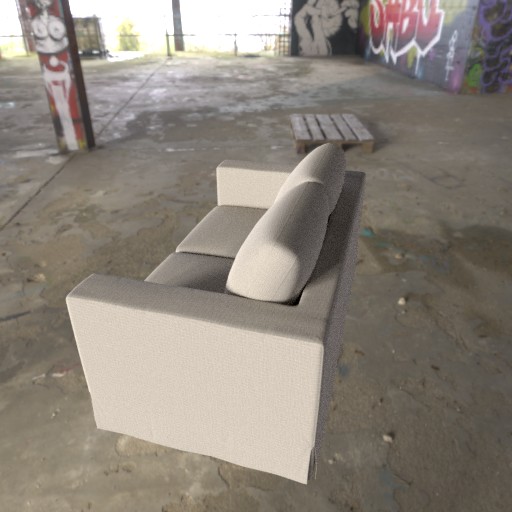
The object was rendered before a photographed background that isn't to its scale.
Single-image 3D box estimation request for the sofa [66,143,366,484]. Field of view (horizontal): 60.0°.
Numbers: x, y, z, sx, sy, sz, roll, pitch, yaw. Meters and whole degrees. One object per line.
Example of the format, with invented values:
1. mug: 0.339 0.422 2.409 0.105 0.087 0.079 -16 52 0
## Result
1. sofa: 0.000 0.000 2.388 1.009 0.932 1.813 8 30 14
